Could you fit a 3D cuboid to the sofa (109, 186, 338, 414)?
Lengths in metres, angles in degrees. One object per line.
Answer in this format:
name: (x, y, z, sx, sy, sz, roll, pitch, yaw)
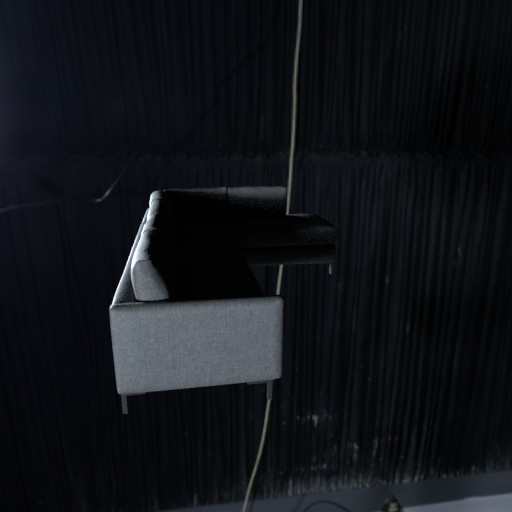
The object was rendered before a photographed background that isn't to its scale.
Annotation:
sofa: (0.000, 0.000, 3.795, 1.984, 0.858, 2.972, -3, 16, -9)
